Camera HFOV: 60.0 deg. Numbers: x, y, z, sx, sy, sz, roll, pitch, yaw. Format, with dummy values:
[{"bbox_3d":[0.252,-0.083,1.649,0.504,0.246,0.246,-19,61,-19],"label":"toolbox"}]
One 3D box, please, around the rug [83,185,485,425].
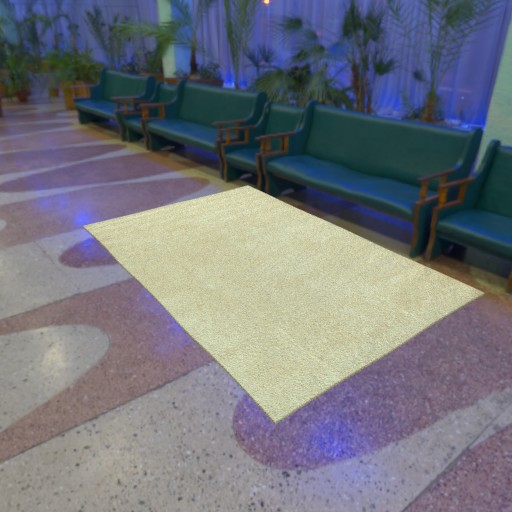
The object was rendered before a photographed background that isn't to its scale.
[{"bbox_3d":[0.000,0.000,3.444,1.800,0.025,2.699,-19,34,-32],"label":"rug"}]
